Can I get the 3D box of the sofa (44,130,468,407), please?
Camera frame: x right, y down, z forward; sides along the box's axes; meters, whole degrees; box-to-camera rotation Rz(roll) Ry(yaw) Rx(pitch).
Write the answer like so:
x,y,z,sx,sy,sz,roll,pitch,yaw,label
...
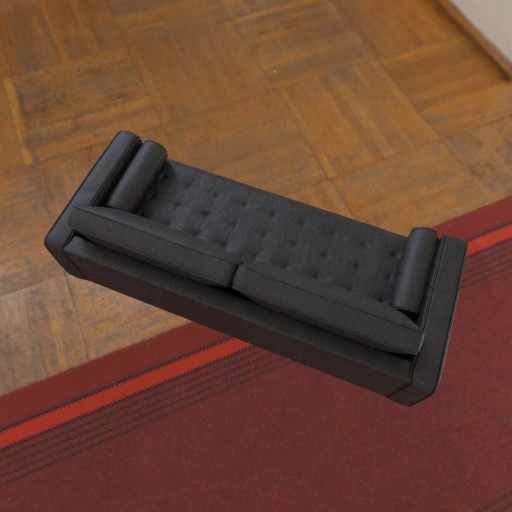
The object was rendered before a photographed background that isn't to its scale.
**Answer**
x,y,z,sx,sy,sz,roll,pitch,yaw,label
0.000,0.000,2.594,2.210,0.762,0.914,20,65,9,sofa
